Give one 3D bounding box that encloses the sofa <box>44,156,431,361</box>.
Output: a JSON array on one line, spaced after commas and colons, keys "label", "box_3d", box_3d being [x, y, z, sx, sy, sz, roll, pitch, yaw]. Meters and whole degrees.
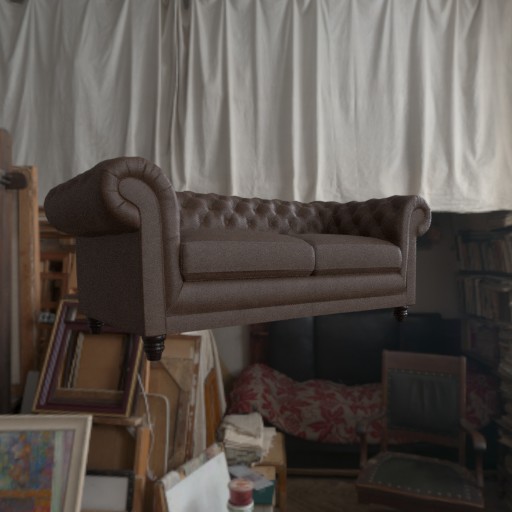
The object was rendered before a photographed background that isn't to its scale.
[{"label": "sofa", "box_3d": [0.000, 0.000, 2.479, 2.048, 0.784, 0.955, 0, 0, -37]}]
